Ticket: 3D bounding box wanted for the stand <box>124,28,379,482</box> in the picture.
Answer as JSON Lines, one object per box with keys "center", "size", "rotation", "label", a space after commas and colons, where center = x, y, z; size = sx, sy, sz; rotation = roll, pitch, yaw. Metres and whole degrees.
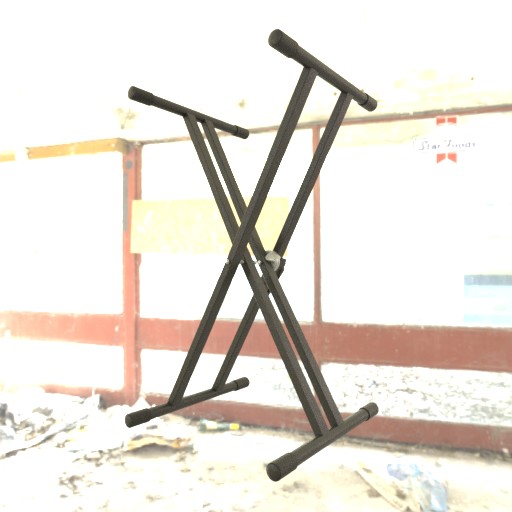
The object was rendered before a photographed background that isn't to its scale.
{"center": [0.000, 0.000, 1.215], "size": [0.503, 0.900, 0.495], "rotation": [-1, -1, 38], "label": "stand"}
